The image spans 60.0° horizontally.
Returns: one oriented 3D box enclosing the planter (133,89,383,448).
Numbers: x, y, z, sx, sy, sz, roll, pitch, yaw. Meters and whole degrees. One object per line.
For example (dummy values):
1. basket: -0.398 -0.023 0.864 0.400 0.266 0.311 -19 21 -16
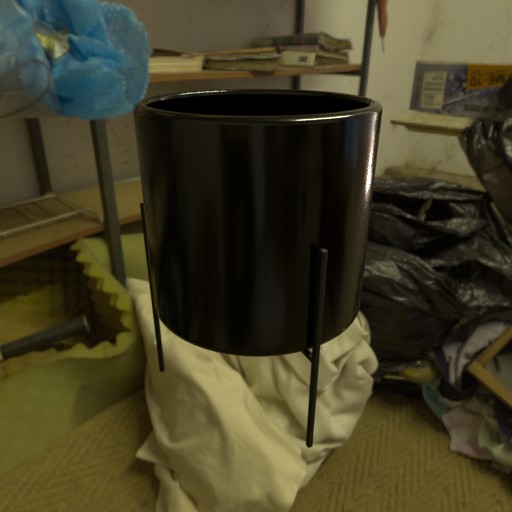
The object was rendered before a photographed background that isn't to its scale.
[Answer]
1. planter: 0.000 0.000 0.643 0.310 0.432 0.310 8 27 17
